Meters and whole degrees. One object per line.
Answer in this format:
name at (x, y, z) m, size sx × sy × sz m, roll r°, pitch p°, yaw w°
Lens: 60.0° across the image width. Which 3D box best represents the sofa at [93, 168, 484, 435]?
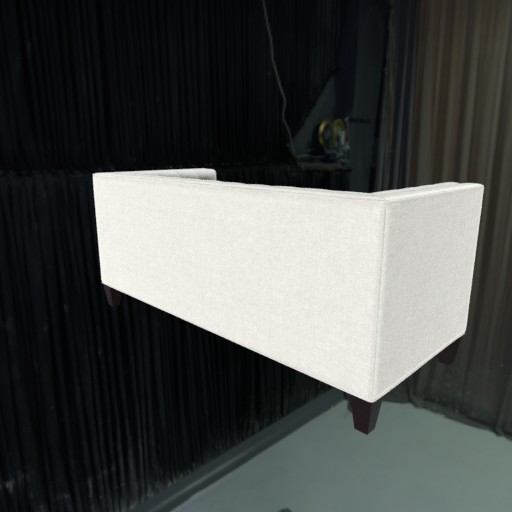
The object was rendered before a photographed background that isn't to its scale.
sofa at (0.000, 0.000, 2.173) m, size 1.778 × 0.762 × 0.775 m, roll 13°, pitch 19°, yaw 43°
